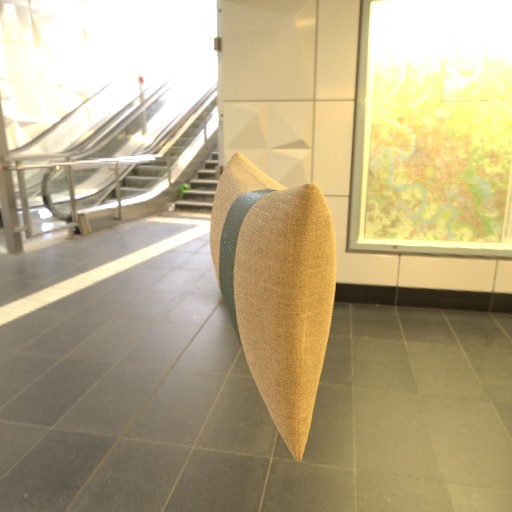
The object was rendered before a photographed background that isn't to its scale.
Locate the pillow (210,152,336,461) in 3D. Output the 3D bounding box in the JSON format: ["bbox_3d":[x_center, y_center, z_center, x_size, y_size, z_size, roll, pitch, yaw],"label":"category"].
[{"bbox_3d":[0.000,0.000,1.016,0.197,0.429,0.859,-2,16,-8],"label":"pillow"}]
